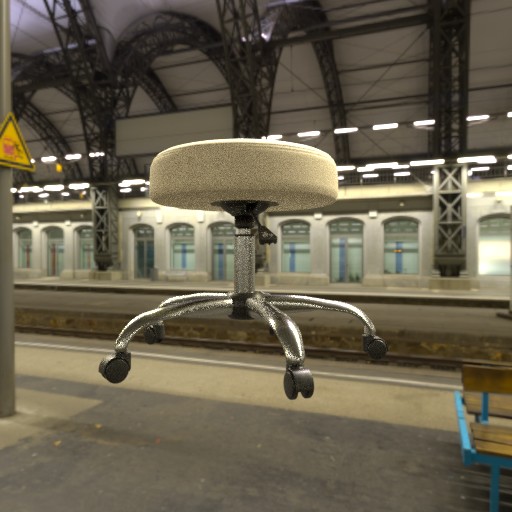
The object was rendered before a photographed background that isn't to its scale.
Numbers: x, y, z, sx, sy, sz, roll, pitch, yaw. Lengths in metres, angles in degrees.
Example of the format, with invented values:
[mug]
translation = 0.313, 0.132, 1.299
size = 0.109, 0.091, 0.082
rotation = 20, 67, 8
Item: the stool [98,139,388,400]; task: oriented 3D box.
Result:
[stool]
translation = 0.000, 0.000, 1.040
size = 0.614, 0.482, 0.634
rotation = 0, 0, -1
